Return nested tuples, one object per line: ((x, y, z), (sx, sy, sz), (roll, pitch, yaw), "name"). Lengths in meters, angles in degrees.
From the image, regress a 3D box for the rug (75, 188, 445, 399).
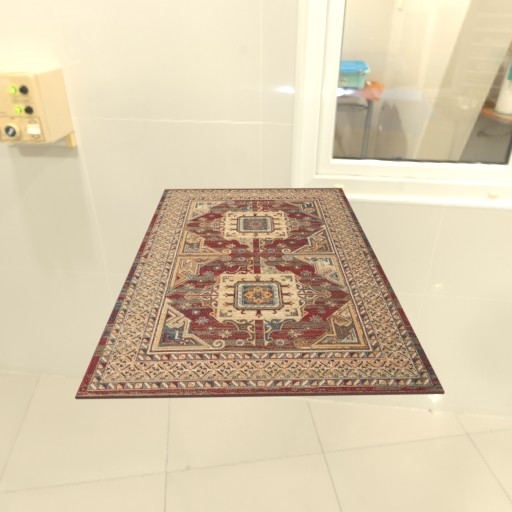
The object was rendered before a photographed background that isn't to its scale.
((0.000, 0.000, 5.616), (3.033, 0.033, 4.578), (-1, 30, -1), "rug")
